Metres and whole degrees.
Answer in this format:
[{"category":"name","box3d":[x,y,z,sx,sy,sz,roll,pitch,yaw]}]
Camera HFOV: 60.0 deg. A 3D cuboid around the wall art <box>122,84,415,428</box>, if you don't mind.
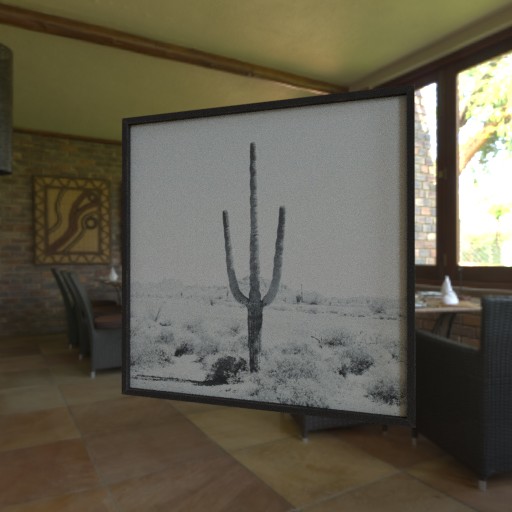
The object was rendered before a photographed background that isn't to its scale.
[{"category":"wall art","box3d":[0.000,0.000,0.753,0.508,0.508,0.038,0,0,18]}]
